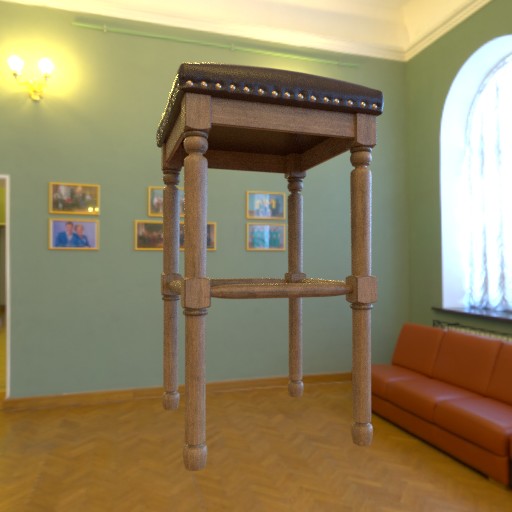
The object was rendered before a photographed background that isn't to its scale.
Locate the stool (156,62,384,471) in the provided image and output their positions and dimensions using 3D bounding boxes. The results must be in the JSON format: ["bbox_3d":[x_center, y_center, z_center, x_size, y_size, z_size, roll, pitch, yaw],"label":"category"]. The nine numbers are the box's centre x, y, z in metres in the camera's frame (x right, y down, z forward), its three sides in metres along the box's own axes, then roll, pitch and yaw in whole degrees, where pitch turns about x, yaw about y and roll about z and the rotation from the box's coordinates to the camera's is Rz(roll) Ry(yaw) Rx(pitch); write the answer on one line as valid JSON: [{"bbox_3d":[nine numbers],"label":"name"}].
[{"bbox_3d":[0.000,0.000,0.936,0.383,0.702,0.382,0,-1,-18],"label":"stool"}]
